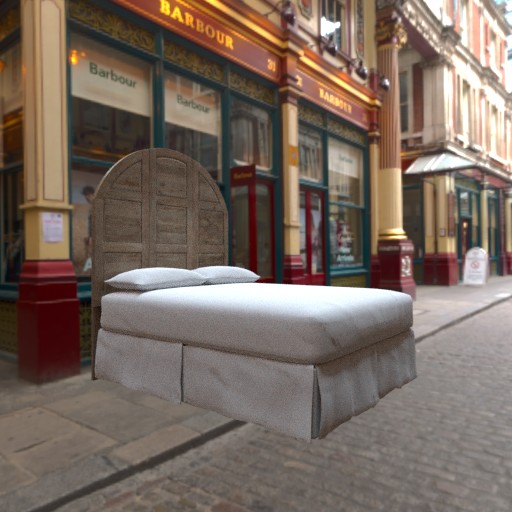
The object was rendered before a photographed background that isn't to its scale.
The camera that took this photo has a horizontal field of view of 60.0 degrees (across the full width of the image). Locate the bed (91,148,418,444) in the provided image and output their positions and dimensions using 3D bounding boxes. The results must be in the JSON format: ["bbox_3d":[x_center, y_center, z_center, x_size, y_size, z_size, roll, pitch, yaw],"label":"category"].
[{"bbox_3d":[0.000,0.000,3.578,2.112,2.002,1.713,0,0,37],"label":"bed"}]
